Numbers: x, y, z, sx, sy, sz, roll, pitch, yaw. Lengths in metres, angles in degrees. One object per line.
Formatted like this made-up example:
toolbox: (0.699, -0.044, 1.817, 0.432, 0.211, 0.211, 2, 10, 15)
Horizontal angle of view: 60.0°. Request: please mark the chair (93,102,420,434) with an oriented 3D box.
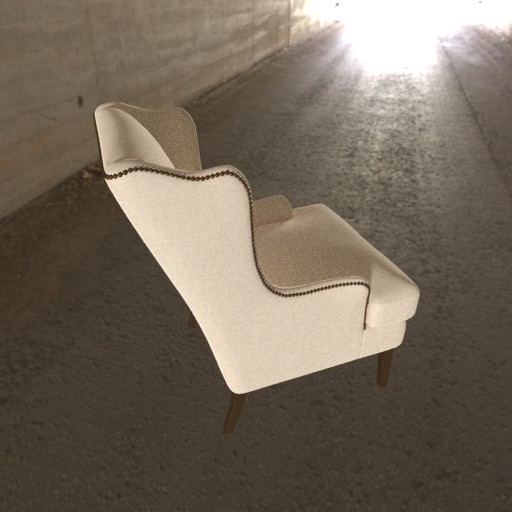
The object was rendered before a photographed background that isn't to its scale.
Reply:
chair: (0.000, 0.000, 1.613, 0.940, 1.029, 0.737, -10, 33, -16)
